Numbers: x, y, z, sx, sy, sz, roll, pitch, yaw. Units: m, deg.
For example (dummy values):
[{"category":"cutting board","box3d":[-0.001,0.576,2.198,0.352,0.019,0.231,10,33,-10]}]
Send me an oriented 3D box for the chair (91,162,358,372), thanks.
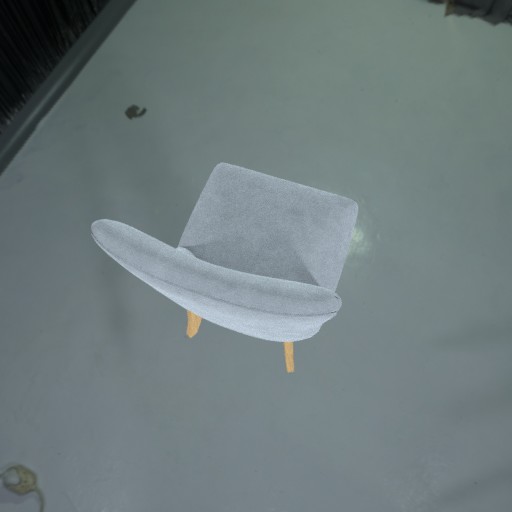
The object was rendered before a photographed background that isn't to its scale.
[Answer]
[{"category":"chair","box3d":[0.000,0.000,1.274,0.495,0.902,0.610,18,65,8]}]
